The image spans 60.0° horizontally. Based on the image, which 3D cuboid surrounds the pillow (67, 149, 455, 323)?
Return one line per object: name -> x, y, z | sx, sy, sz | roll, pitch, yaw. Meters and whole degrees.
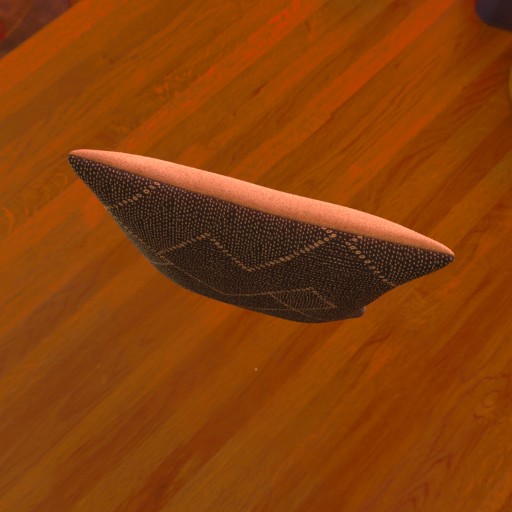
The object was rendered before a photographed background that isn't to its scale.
pillow -> 0.000, 0.000, 0.675 | 0.435, 0.428, 0.148 | 15, 76, 4
